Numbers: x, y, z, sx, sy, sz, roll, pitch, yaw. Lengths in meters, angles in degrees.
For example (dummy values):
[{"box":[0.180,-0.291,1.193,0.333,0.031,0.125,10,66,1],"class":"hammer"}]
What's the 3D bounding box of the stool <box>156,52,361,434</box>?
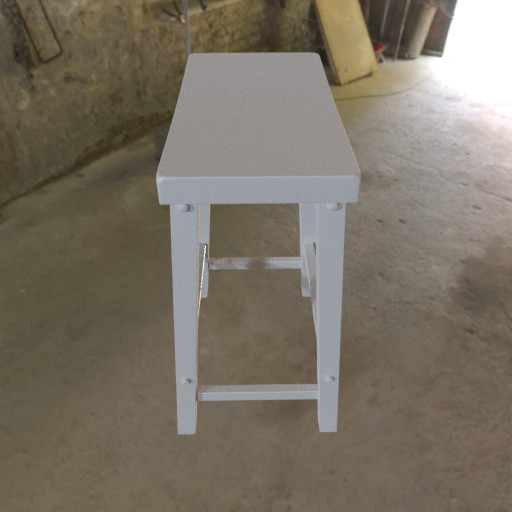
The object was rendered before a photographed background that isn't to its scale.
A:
[{"box":[0.000,0.000,0.844,0.322,0.610,0.406,-1,43,-1],"class":"stool"}]
